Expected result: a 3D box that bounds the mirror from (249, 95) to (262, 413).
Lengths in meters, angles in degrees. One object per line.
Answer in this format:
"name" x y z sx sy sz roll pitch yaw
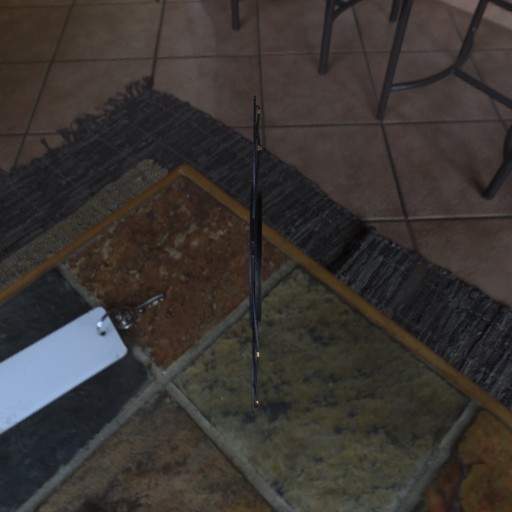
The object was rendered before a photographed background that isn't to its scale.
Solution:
"mirror" 0.000 0.000 1.161 0.028 0.775 0.797 0 58 0
